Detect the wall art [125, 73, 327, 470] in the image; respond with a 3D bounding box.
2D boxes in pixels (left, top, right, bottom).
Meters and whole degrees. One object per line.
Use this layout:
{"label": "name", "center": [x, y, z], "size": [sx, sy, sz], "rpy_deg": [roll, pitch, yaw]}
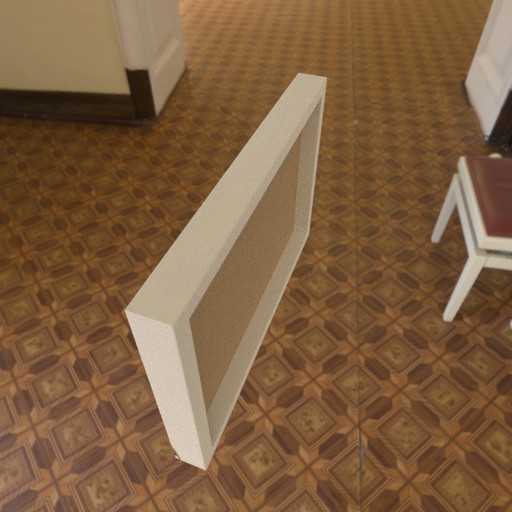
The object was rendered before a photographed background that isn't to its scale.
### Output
{"label": "wall art", "center": [0.000, 0.000, 0.497], "size": [0.039, 0.254, 0.384], "rpy_deg": [15, 48, 15]}
